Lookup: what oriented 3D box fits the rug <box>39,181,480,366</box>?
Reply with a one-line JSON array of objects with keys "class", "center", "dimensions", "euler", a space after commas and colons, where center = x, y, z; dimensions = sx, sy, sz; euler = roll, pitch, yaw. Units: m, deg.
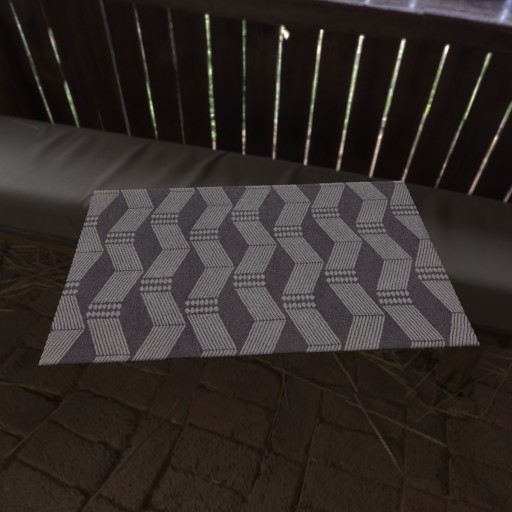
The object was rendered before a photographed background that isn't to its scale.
[{"class": "rug", "center": [0.000, 0.000, 2.959], "dimensions": [2.435, 0.011, 1.517], "euler": [-2, 47, -2]}]
